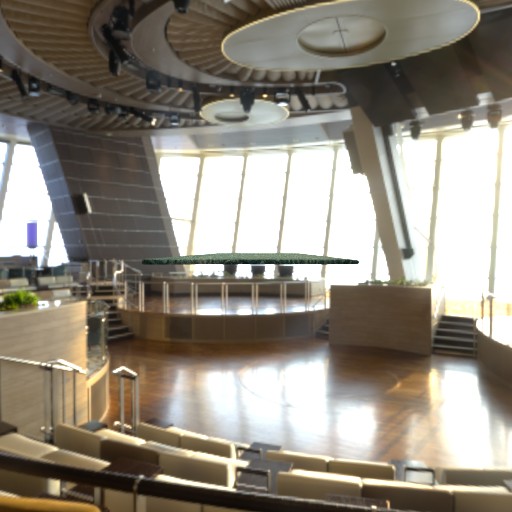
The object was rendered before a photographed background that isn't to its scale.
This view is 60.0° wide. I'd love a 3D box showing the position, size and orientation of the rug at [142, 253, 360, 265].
[{"bbox_3d":[0.000,0.000,2.509,0.676,0.016,2.286,0,1,1],"label":"rug"}]
